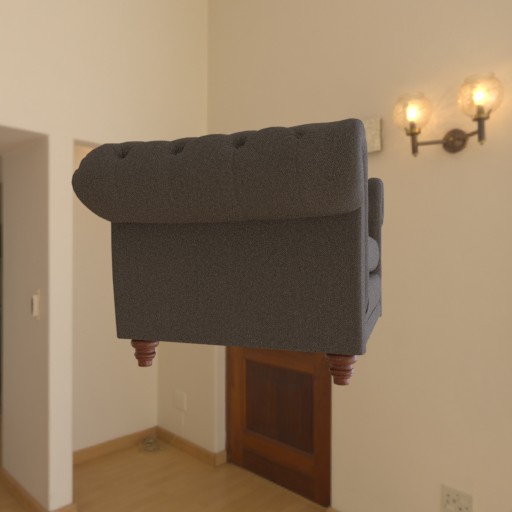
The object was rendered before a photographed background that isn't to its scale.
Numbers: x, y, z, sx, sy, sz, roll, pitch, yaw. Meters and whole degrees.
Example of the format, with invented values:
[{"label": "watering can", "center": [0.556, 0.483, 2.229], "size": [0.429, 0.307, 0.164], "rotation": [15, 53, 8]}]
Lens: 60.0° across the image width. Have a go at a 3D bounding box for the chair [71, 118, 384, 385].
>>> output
[{"label": "chair", "center": [0.000, 0.000, 1.853], "size": [0.976, 0.770, 1.270], "rotation": [0, 0, 19]}]
